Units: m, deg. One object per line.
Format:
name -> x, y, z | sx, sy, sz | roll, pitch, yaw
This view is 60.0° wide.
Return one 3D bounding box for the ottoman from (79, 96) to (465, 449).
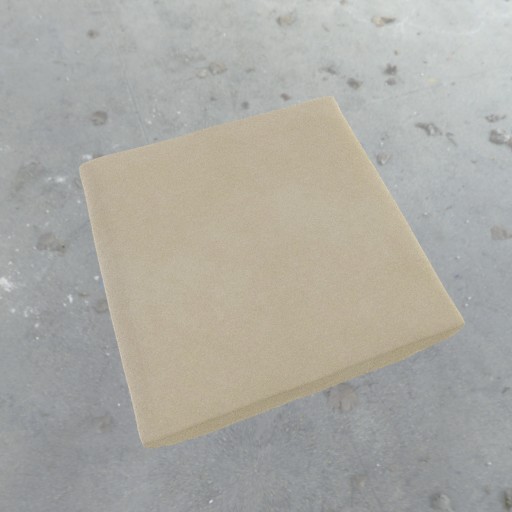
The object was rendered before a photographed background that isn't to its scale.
ottoman -> 0.000, 0.000, 1.862 | 1.205, 0.522, 1.190 | -18, 66, -8
